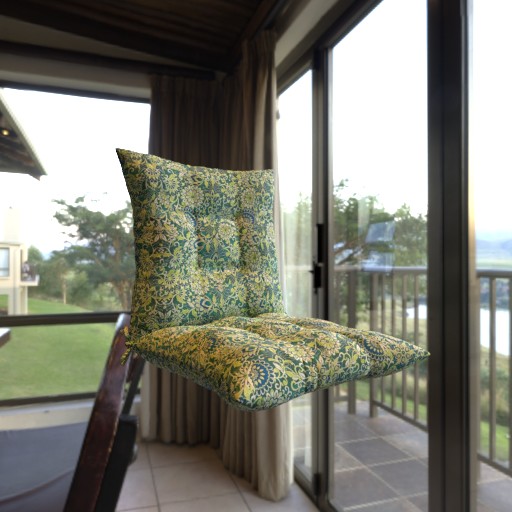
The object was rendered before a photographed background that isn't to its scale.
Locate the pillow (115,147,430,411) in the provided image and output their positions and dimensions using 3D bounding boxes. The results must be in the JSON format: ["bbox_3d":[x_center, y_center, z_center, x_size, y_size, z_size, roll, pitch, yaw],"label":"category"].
[{"bbox_3d":[0.000,0.000,1.037,0.541,0.536,0.585,0,0,-37],"label":"pillow"}]
